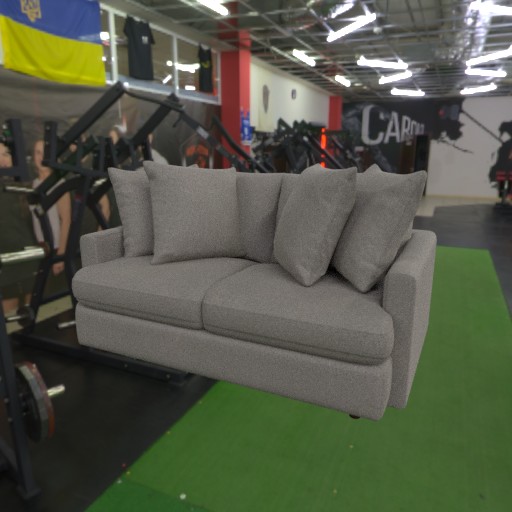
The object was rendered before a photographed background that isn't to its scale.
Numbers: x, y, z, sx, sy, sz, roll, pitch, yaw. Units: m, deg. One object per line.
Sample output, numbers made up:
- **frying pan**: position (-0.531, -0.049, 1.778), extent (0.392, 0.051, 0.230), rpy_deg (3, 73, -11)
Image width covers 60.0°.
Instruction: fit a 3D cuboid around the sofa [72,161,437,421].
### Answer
- **sofa**: position (0.000, 0.000, 2.586), extent (1.869, 1.080, 1.228), rpy_deg (7, 16, 25)
